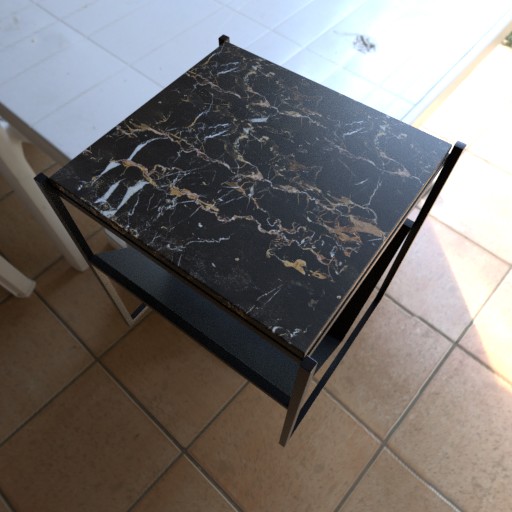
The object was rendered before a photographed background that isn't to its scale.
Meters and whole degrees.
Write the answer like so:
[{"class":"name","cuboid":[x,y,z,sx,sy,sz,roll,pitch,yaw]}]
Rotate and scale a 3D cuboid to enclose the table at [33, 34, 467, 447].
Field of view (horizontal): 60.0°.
[{"class":"table","cuboid":[0.000,0.000,0.873,0.469,0.534,0.432,32,64,18]}]
